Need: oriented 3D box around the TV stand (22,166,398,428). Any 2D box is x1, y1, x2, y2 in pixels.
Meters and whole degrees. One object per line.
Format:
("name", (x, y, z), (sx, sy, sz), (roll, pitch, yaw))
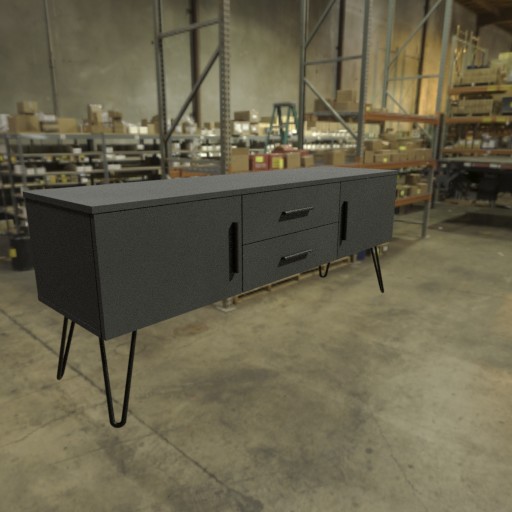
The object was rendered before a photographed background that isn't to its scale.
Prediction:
("TV stand", (0.000, 0.000, 1.620), (0.400, 0.560, 1.400), (14, 20, 42))
